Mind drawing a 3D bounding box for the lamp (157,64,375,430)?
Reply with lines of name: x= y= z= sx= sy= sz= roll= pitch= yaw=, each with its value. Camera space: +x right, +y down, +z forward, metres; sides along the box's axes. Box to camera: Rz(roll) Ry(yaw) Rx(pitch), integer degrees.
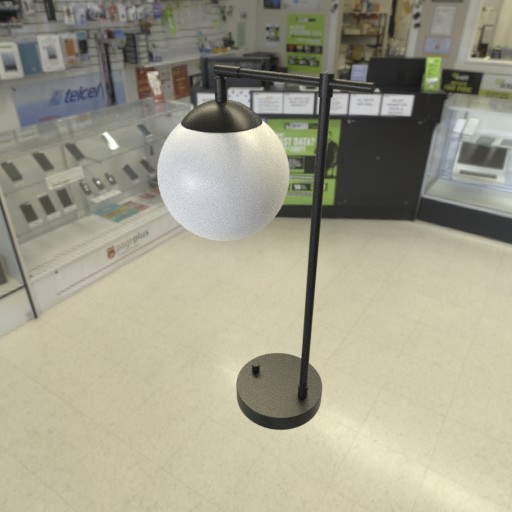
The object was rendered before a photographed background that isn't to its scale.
lamp: x=0.000 y=0.000 z=0.700 sx=0.316 sy=0.559 sz=0.197 roll=20 pitch=36 yaw=30
